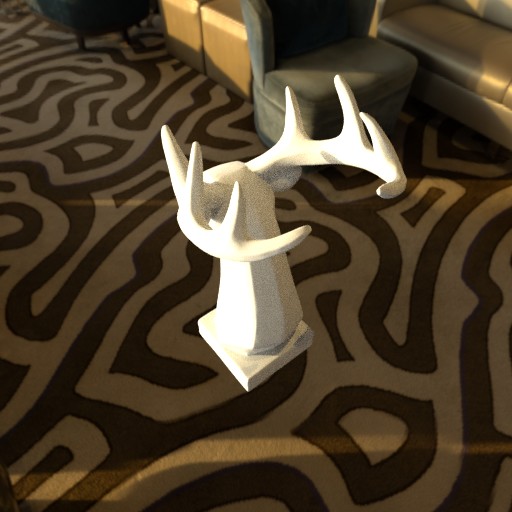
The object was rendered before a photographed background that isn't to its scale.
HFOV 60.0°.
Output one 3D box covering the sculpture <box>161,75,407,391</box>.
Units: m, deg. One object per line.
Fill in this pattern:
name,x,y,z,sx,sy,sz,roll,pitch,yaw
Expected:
sculpture,0.000,0.000,0.443,0.174,0.329,0.224,-31,55,-24
